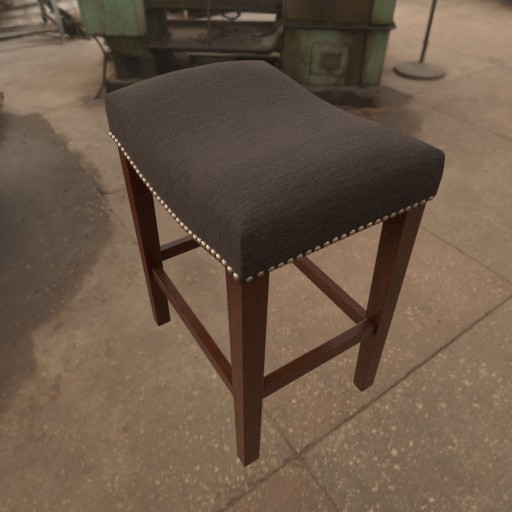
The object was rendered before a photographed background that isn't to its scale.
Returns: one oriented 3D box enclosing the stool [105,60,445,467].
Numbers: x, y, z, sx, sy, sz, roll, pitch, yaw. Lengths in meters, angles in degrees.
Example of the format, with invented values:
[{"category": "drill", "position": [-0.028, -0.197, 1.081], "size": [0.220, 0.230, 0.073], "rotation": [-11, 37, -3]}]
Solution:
[{"category": "stool", "position": [0.000, 0.000, 0.934], "size": [0.372, 0.654, 0.504], "rotation": [-23, 46, -24]}]
